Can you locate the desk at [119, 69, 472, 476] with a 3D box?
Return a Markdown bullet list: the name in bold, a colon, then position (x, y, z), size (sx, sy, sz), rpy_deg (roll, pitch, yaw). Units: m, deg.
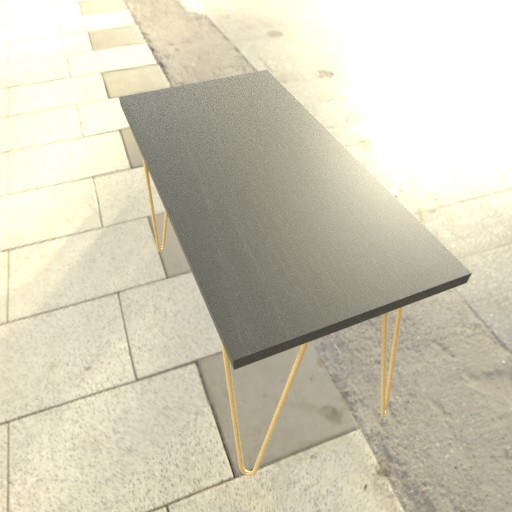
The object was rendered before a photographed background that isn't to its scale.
- **desk**: position (0.000, 0.000, 1.353), size (0.499, 0.660, 0.991), rpy_deg (-17, 49, -15)
